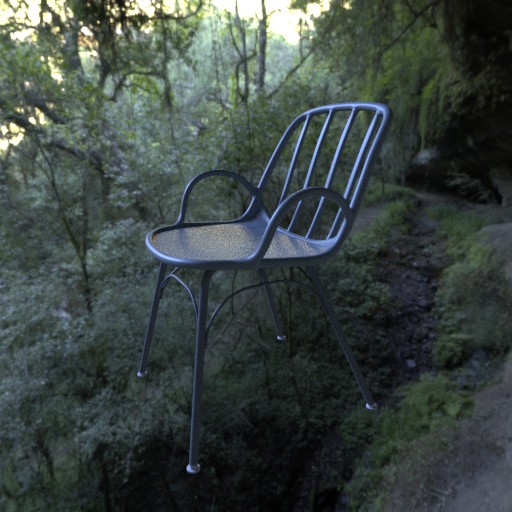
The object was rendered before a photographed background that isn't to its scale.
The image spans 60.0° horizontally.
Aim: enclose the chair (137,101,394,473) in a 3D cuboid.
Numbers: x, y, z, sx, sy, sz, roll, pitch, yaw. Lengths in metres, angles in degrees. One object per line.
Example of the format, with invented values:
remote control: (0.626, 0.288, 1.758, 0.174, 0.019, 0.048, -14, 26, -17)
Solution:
chair: (0.000, 0.000, 1.220, 0.597, 0.816, 0.549, -8, 18, -27)
